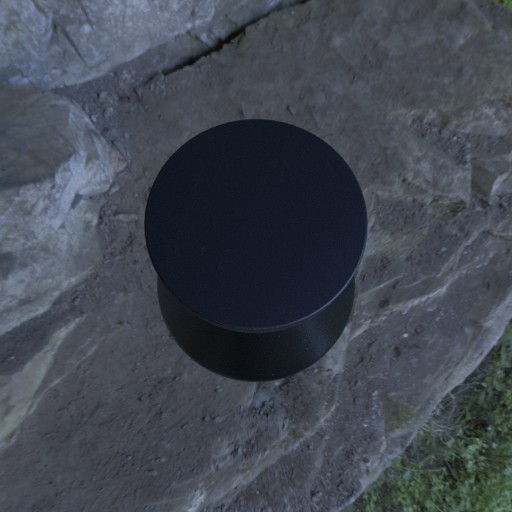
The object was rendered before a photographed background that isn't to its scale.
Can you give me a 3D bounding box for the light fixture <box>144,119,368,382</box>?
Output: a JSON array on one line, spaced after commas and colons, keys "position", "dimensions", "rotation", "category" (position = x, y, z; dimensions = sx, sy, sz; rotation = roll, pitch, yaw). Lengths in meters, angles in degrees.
[{"position": [0.000, 0.000, 0.363], "dimensions": [0.200, 0.183, 0.200], "rotation": [0, 75, 0], "category": "light fixture"}]
